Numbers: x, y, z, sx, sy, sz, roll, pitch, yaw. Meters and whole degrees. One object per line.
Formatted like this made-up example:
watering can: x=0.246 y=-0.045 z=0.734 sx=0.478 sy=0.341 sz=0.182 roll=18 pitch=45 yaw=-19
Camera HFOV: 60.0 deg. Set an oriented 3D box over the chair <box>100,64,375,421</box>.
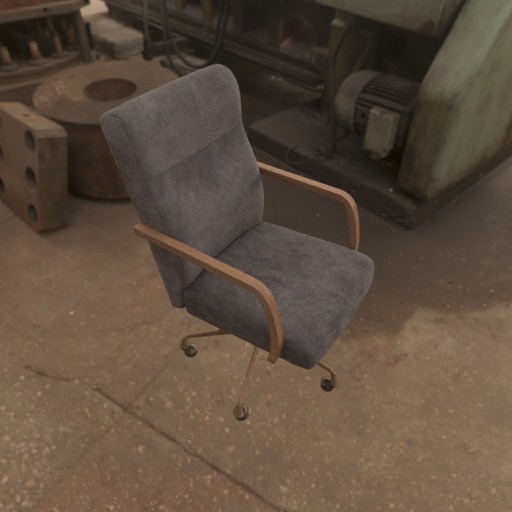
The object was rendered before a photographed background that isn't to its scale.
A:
chair: x=0.000 y=0.000 z=1.503 sx=0.741 sy=1.029 sz=0.640 roll=24 pitch=47 yaw=25
